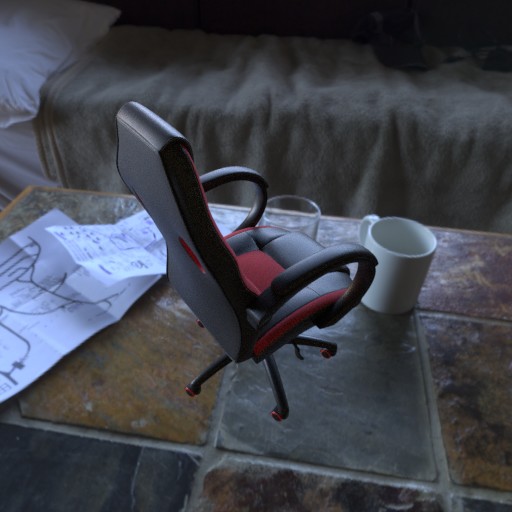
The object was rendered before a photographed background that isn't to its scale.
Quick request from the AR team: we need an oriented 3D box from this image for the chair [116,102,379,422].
[{"bbox_3d":[0.000,0.000,1.583,0.724,1.187,0.673,-25,46,-26],"label":"chair"}]
